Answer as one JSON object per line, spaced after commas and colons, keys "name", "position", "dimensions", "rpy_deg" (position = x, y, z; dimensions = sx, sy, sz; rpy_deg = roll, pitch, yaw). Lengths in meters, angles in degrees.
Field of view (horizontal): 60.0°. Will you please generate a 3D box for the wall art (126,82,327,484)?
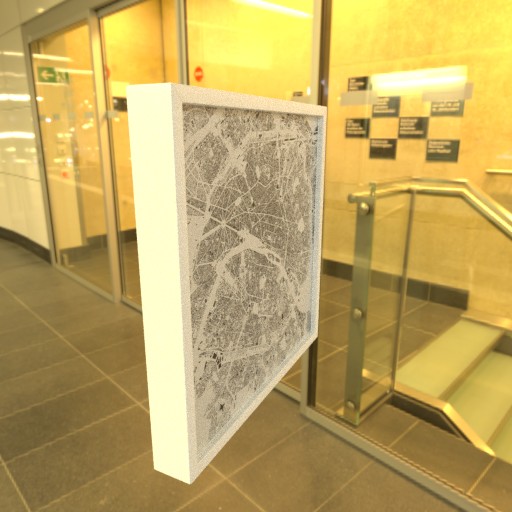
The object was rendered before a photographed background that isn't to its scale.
{"name": "wall art", "position": [0.000, 0.000, 0.455], "dimensions": [0.038, 0.305, 0.305], "rpy_deg": [8, 17, 26]}
